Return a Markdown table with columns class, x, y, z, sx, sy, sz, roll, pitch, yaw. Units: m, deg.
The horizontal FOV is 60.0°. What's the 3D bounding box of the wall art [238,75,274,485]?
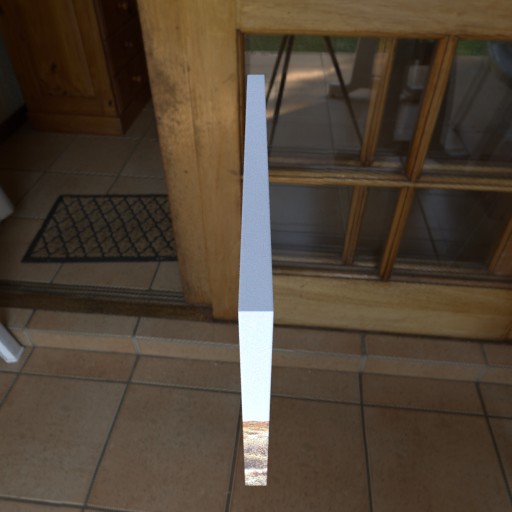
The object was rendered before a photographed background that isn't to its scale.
| class | x | y | z | sx | sy | sz | roll | pitch | yaw |
| --- | --- | --- | --- | --- | --- | --- | --- | --- | --- |
| wall art | 0.000 | 0.000 | 1.164 | 0.050 | 0.610 | 0.914 | 0 | 42 | 0 |
